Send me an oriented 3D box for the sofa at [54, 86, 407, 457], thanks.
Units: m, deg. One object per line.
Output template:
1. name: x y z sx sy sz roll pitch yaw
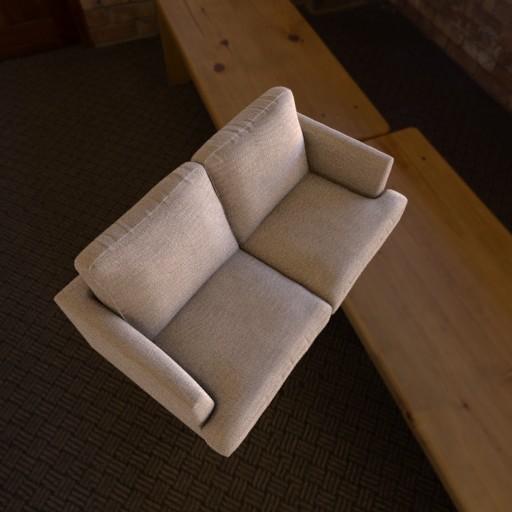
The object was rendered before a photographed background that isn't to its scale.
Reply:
1. sofa: 0.000 0.000 2.162 0.903 0.944 1.582 32 62 19
